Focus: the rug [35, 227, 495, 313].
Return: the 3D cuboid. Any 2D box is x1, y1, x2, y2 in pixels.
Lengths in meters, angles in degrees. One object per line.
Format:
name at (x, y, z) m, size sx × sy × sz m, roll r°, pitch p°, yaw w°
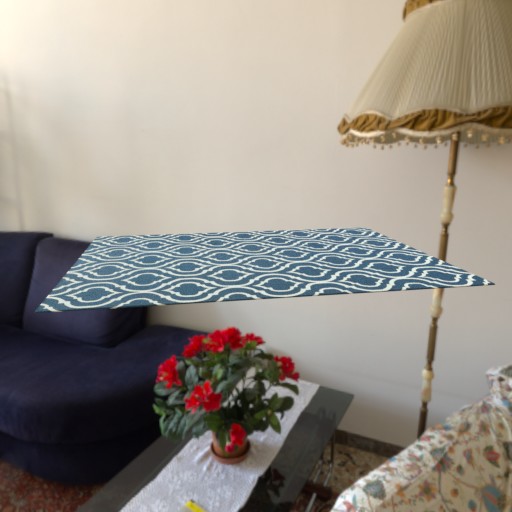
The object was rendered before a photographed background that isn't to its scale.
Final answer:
rug at (0.000, 0.000, 4.318) m, size 3.353 × 0.010 × 2.438 m, roll -3°, pitch 14°, yaw -10°
